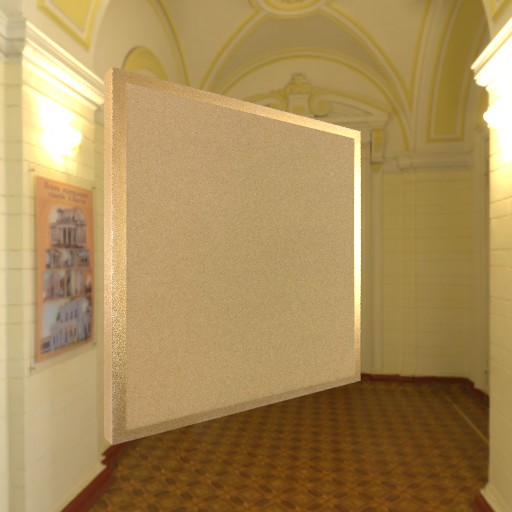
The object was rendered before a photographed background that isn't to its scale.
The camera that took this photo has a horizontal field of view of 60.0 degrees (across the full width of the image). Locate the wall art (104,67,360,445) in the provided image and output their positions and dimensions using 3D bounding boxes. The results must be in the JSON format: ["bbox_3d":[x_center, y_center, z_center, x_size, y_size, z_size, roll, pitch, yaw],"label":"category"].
[{"bbox_3d":[0.000,0.000,0.763,0.510,0.509,0.033,0,0,-37],"label":"wall art"}]
